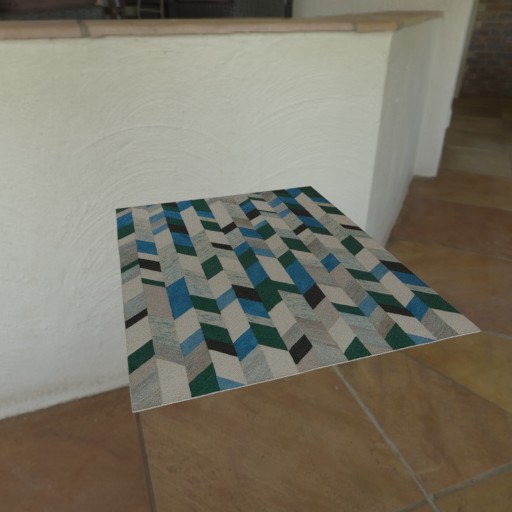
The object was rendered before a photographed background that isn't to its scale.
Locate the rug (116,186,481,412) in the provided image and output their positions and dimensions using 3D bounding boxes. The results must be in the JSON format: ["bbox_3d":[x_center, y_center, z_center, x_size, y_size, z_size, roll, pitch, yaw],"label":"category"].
[{"bbox_3d":[0.000,0.000,4.112,2.440,0.008,3.036,-9,31,-15],"label":"rug"}]
